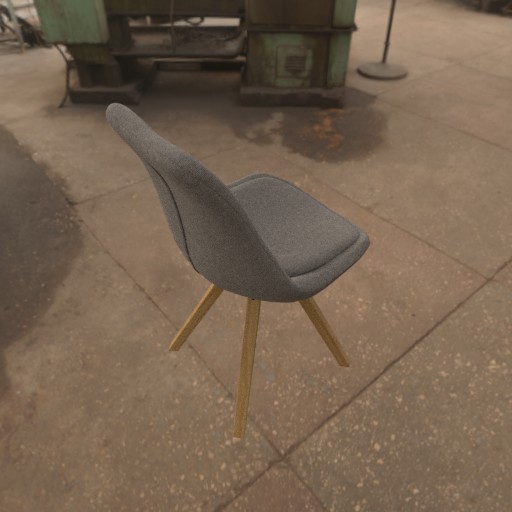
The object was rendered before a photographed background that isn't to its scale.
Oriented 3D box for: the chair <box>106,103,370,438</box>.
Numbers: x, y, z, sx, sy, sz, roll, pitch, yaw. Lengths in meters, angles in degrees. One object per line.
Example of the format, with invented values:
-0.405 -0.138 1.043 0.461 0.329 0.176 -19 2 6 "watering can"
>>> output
0.000 0.000 1.180 0.550 0.865 0.483 -26 47 -27 "chair"
